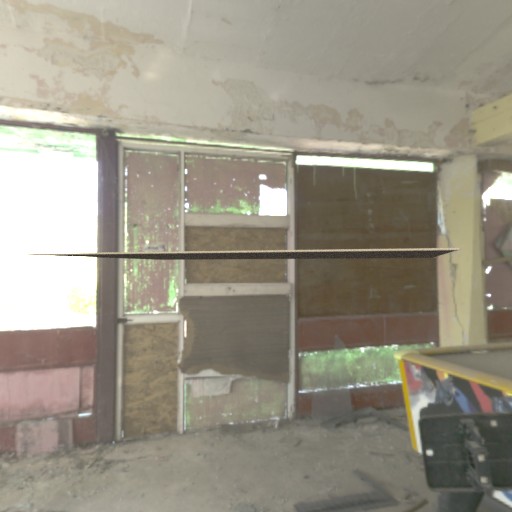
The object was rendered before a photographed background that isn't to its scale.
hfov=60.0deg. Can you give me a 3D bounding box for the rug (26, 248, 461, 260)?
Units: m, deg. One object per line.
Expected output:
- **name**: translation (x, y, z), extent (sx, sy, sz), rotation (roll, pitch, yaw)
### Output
- **rug**: translation (0.000, 0.000, 2.334), extent (1.828, 0.007, 1.220), rotation (-1, -2, 18)
